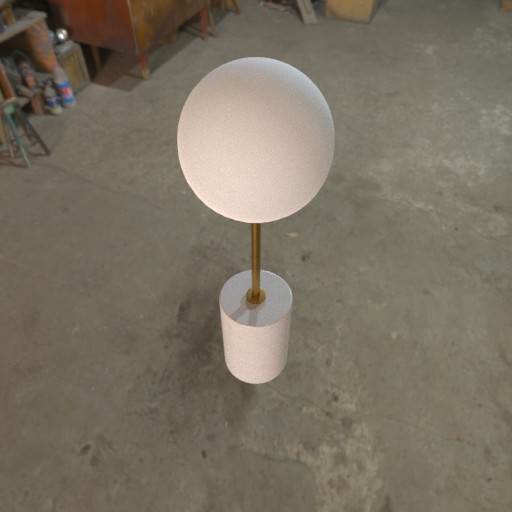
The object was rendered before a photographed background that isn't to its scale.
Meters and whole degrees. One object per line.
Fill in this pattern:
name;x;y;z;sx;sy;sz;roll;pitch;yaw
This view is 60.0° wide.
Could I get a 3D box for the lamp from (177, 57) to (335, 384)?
lamp;0.000;0.000;0.556;0.153;0.480;0.153;0;47;0
